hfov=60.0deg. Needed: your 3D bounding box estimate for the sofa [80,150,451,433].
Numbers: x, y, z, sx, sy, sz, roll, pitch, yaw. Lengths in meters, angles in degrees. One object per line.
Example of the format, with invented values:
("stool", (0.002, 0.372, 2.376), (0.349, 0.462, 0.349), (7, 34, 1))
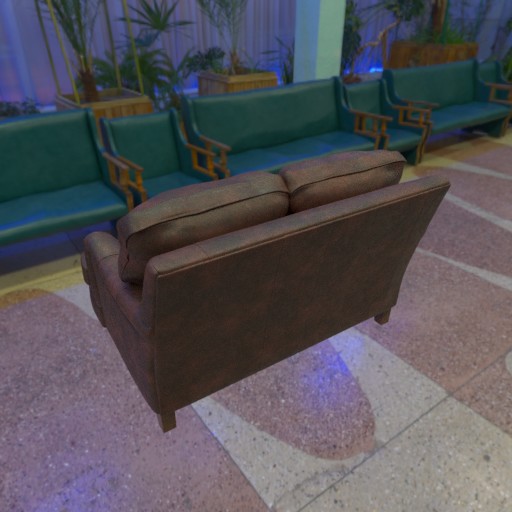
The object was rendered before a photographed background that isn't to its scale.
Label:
("sofa", (0.000, 0.000, 2.392), (1.628, 1.070, 1.148), (-18, 35, -28))
